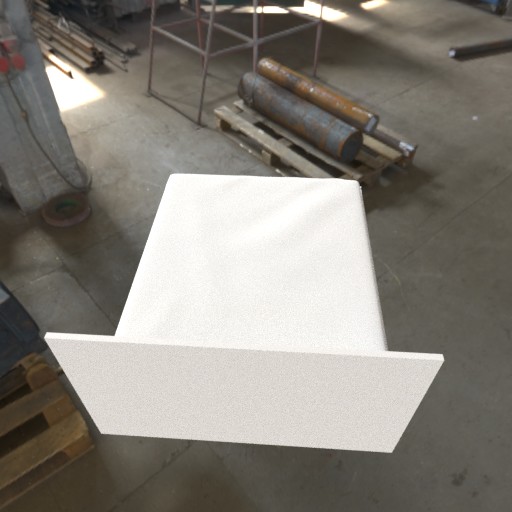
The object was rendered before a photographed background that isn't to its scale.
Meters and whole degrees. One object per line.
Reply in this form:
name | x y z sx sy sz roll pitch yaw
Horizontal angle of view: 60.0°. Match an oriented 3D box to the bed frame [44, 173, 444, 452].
bed frame | 0.000 0.000 2.979 1.711 1.001 2.100 3 46 3
